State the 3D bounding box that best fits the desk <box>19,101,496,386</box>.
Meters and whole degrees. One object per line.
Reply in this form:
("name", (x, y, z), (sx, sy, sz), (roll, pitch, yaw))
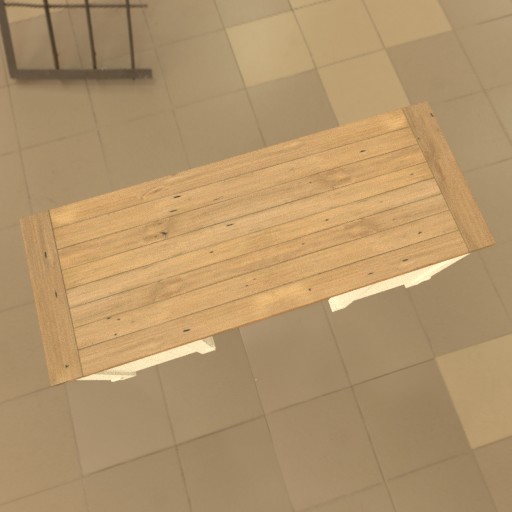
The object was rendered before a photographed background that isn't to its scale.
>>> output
("desk", (0.000, 0.000, 2.158), (1.803, 0.760, 0.688), (-17, 75, -5))
